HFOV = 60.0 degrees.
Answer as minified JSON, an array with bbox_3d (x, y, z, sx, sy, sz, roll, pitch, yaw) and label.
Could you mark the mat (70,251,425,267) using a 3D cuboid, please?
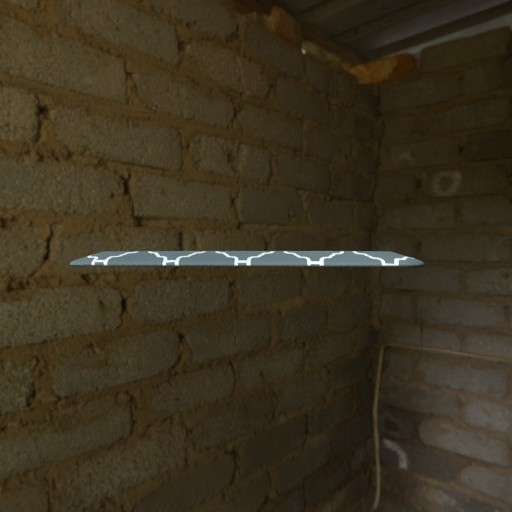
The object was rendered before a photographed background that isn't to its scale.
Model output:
[{"bbox_3d":[0.000,0.000,0.981,0.508,0.021,0.762,0,1,3],"label":"mat"}]
